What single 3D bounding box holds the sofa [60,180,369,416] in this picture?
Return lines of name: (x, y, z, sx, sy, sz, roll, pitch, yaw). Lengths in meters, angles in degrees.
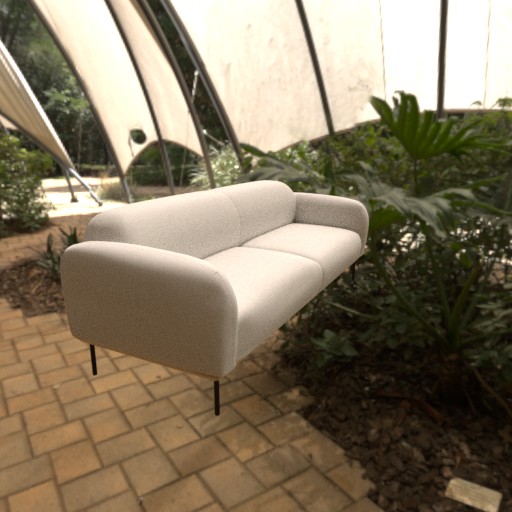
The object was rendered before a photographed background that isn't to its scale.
sofa: (0.000, 0.000, 2.723, 0.880, 0.780, 2.257, 8, 17, 27)
